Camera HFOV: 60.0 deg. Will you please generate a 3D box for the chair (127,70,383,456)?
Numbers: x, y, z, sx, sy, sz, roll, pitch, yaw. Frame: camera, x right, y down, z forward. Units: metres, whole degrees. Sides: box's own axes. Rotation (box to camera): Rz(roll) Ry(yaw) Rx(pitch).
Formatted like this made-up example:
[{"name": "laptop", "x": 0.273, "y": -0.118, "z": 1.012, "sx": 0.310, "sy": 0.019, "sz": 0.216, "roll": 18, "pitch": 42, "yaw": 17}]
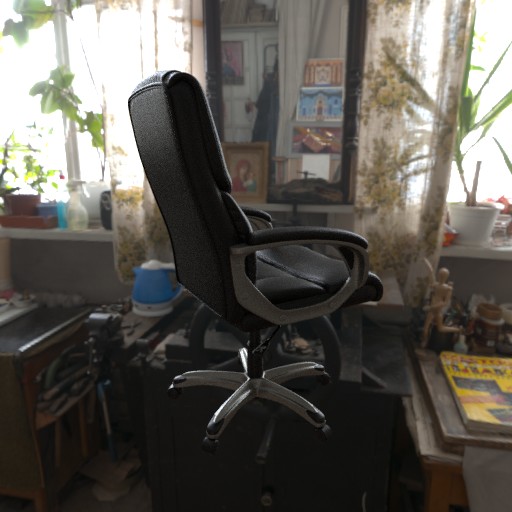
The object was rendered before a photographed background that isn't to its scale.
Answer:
[{"name": "chair", "x": 0.000, "y": 0.000, "z": 1.560, "sx": 0.739, "sy": 1.155, "sz": 0.663, "roll": -7, "pitch": 15, "yaw": -27}]
